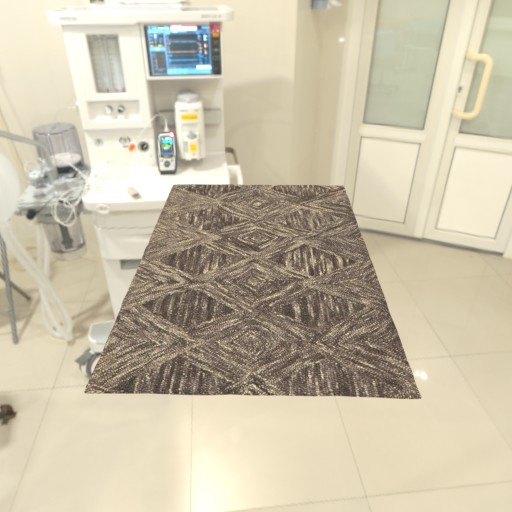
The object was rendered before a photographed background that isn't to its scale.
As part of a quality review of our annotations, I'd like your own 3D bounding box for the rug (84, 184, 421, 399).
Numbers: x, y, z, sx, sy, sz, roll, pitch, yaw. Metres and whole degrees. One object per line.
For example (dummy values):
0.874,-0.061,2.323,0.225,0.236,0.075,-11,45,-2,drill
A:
0.000,0.000,2.314,1.186,0.012,1.814,1,33,1,rug
